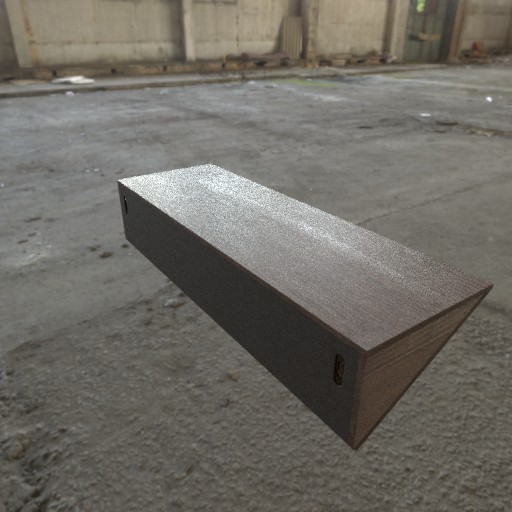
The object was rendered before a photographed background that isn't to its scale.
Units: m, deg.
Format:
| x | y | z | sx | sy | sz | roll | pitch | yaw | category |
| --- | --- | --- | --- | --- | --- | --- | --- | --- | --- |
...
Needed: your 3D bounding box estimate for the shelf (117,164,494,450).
| x | y | z | sx | sy | sz | roll | pitch | yaw | category |
| --- | --- | --- | --- | --- | --- | --- | --- | --- | --- |
| 0.000 | 0.000 | 0.679 | 0.200 | 0.125 | 0.610 | -18 | 31 | -31 | shelf |
